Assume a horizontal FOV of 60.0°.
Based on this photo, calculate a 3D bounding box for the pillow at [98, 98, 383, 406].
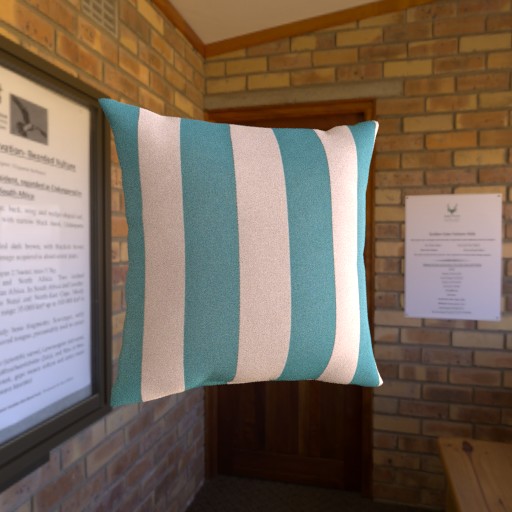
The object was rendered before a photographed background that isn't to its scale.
[{"bbox_3d":[0.000,0.000,0.805,0.536,0.526,0.189,-1,2,-17],"label":"pillow"}]
